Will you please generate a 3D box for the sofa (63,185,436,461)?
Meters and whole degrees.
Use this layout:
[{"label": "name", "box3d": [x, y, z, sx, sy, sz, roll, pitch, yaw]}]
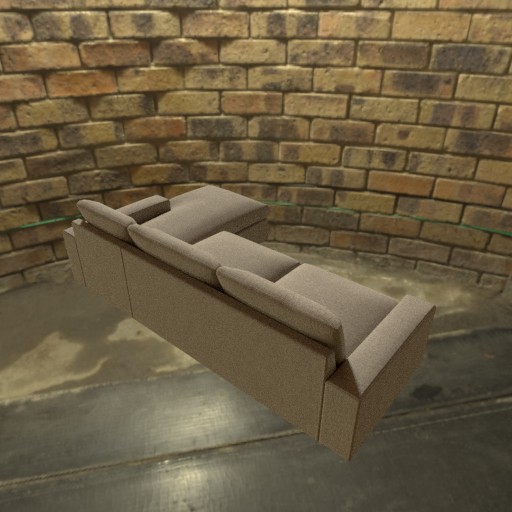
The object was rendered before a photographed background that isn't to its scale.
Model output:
[{"label": "sofa", "box3d": [0.000, 0.000, 3.466, 2.718, 0.813, 1.689, 23, 38, 33]}]
